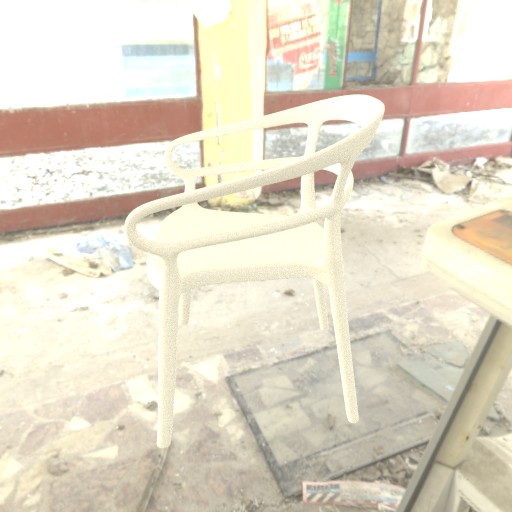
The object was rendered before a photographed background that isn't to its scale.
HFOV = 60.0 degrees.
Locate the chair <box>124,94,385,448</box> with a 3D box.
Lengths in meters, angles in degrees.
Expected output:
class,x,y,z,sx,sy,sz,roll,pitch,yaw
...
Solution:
class,x,y,z,sx,sy,sz,roll,pitch,yaw
chair,0.000,0.000,1.129,0.527,0.761,0.559,-1,27,-3
